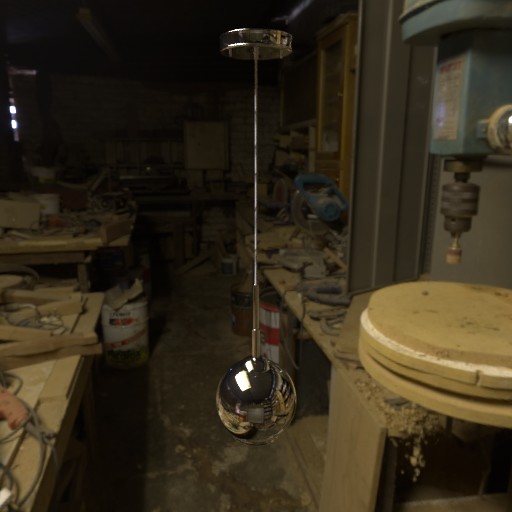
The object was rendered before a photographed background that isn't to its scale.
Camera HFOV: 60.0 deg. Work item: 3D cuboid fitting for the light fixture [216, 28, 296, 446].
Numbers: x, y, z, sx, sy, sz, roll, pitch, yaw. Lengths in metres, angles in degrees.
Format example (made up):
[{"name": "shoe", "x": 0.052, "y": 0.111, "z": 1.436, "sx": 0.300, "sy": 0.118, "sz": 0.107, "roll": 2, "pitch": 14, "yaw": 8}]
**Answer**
[{"name": "light fixture", "x": 0.000, "y": 0.000, "z": 1.703, "sx": 0.336, "sy": 1.538, "sz": 0.336, "roll": -3, "pitch": 14, "yaw": -11}]
